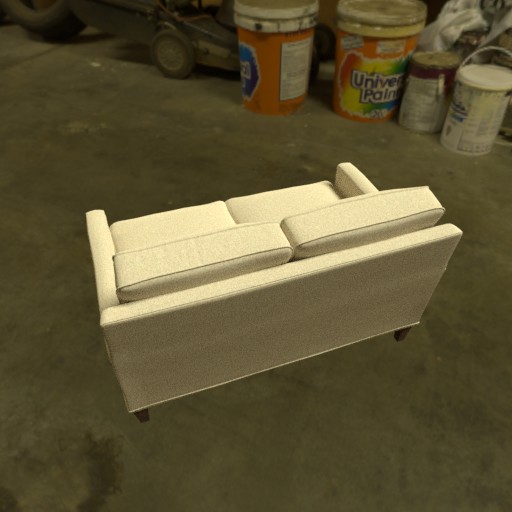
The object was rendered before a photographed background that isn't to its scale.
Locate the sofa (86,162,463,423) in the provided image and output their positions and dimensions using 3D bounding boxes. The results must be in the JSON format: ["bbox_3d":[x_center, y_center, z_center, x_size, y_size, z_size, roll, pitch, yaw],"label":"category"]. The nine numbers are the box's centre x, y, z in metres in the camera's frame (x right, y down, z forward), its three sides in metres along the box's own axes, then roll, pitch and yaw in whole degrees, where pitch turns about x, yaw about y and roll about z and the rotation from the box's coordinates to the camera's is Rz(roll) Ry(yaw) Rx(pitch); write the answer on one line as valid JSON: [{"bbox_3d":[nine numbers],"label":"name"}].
[{"bbox_3d":[0.000,0.000,2.295,1.597,1.003,1.084,-13,44,-15],"label":"sofa"}]
